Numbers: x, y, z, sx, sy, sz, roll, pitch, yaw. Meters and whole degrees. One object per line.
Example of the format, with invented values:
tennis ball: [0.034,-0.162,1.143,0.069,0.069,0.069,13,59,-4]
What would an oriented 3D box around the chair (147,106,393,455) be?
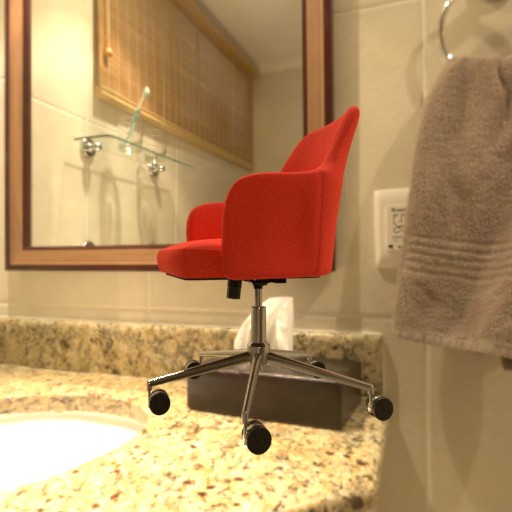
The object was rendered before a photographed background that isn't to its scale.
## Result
chair: [0.000,0.000,1.250,0.600,0.820,0.655,0,0,-18]
